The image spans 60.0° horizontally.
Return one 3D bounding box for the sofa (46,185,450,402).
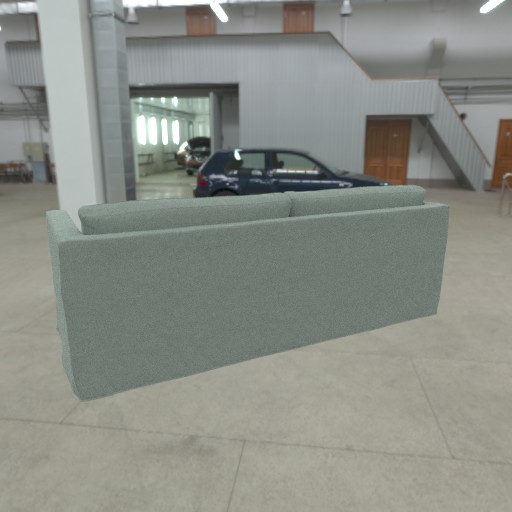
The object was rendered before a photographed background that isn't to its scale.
[{"bbox_3d":[0.000,0.000,2.745,2.312,0.853,0.962,-7,16,-27],"label":"sofa"}]
